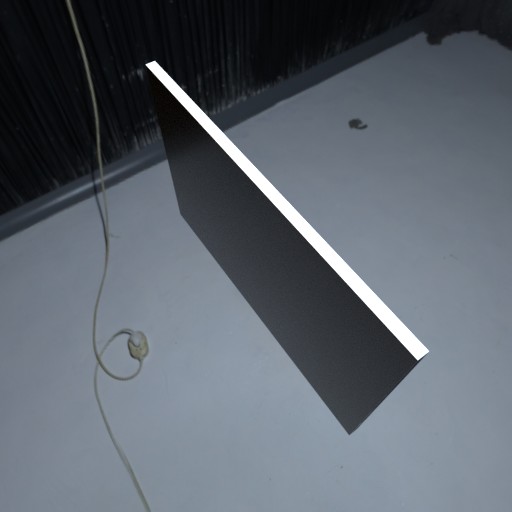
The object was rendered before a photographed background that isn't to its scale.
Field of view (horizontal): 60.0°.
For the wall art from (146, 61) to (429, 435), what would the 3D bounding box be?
[{"bbox_3d":[0.000,0.000,1.168,0.027,0.610,0.932,-30,62,-18],"label":"wall art"}]
